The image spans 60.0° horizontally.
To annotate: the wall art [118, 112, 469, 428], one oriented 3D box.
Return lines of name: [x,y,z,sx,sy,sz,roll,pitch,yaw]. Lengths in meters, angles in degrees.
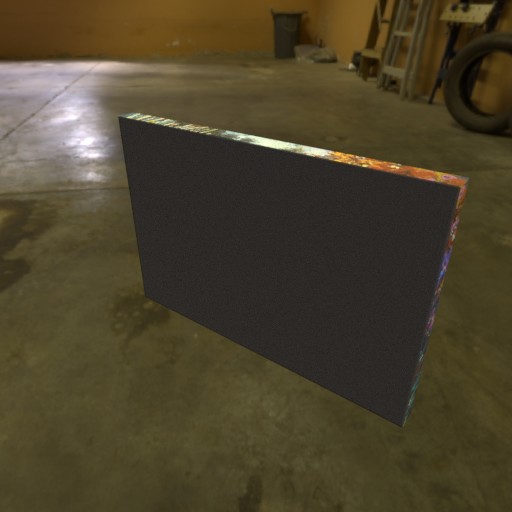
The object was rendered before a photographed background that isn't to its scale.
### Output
wall art: [0.000,0.000,0.776,0.610,0.406,0.037,20,35,31]
